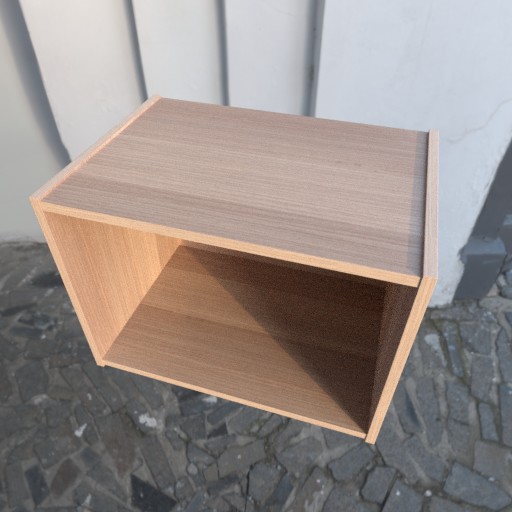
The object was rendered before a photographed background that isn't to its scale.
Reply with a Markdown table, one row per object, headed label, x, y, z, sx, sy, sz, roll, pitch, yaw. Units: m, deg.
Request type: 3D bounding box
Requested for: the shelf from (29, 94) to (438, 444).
| label | x | y | z | sx | sy | sz | roll | pitch | yaw |
| --- | --- | --- | --- | --- | --- | --- | --- | --- | --- |
| shelf | 0.000 | 0.000 | 0.628 | 0.415 | 0.305 | 0.290 | 12 | 43 | 13 |
